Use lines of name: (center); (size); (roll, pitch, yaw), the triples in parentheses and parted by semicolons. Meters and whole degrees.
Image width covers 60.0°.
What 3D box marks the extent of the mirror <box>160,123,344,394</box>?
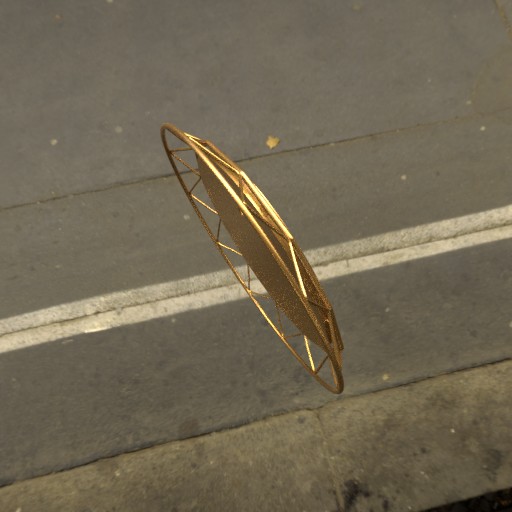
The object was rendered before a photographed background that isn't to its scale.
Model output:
mirror: (0.000, 0.000, 0.665); (0.043, 0.454, 0.454); (-33, 77, -9)
